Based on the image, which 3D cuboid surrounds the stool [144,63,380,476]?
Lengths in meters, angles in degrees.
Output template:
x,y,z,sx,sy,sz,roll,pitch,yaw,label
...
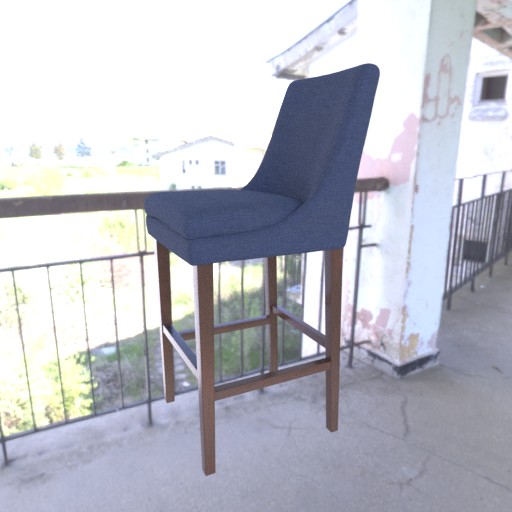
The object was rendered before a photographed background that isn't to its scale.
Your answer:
x,y,z,sx,sy,sz,roll,pitch,yaw,label
0.000,0.000,1.358,0.577,1.078,0.470,-7,16,-26,stool
